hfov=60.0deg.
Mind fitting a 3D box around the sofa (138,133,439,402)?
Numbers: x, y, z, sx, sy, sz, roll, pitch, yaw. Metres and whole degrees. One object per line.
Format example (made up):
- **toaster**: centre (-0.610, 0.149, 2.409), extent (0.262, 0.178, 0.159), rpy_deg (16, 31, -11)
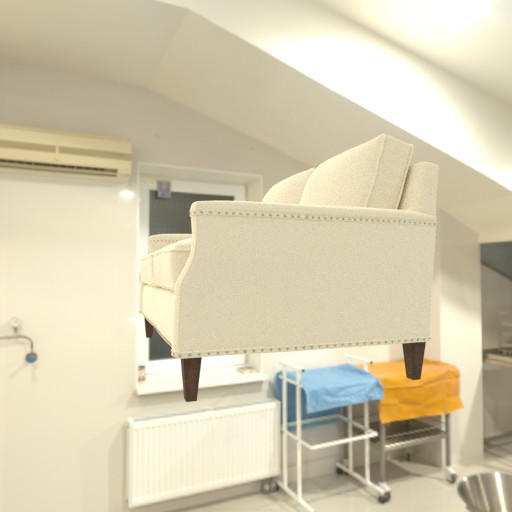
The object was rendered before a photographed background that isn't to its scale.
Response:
- **sofa**: centre (0.000, 0.000, 2.316), extent (1.084, 1.003, 1.597), rpy_deg (1, -2, -19)
